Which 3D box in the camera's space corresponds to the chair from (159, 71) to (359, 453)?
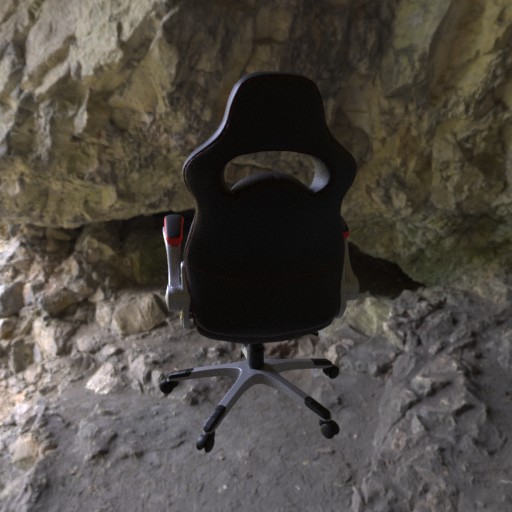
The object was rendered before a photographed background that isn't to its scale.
[{"bbox_3d":[0.000,0.000,1.604,0.758,1.165,0.712,-3,16,-9],"label":"chair"}]
